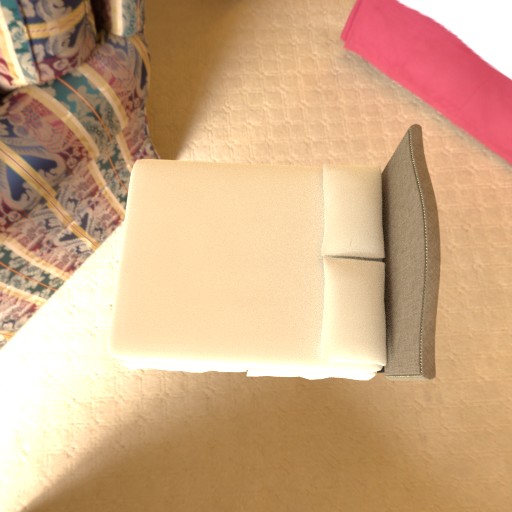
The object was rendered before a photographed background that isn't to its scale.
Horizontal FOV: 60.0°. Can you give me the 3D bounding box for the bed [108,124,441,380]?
[{"bbox_3d":[0.000,0.000,3.287,2.153,1.518,1.713,3,74,1],"label":"bed"}]
